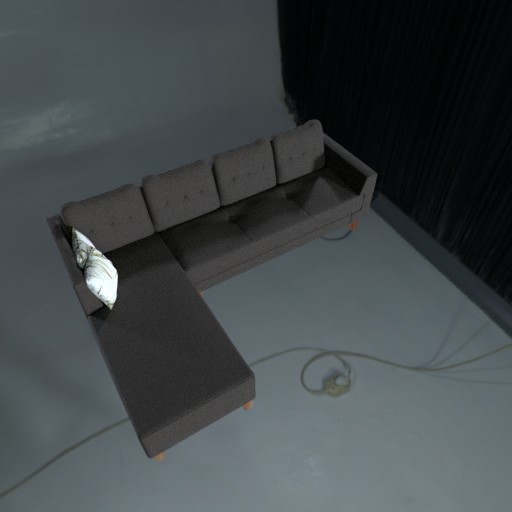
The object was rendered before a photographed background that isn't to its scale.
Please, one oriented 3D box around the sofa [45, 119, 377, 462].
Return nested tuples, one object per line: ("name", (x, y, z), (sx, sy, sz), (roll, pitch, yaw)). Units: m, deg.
("sofa", (0.000, 0.000, 3.542), (2.679, 0.932, 1.829), (-24, 52, -21))
